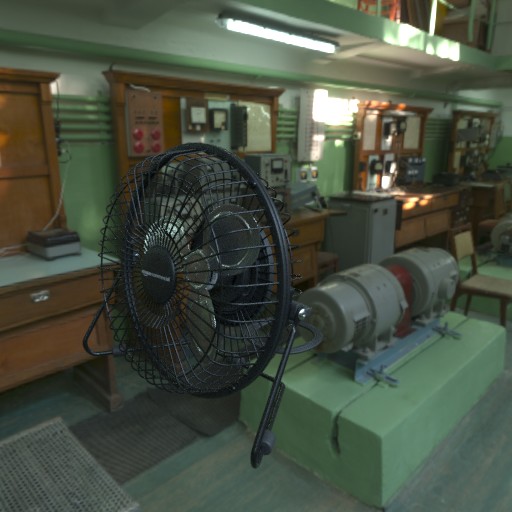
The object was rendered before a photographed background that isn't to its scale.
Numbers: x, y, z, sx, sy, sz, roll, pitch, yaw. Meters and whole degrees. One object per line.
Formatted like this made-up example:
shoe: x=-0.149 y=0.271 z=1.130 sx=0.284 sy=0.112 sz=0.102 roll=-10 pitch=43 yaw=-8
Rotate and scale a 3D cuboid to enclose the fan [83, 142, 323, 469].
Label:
fan: x=0.000 y=0.000 z=0.375 sx=0.209 sy=0.188 sz=0.227 roll=14 pitch=21 yaw=42
